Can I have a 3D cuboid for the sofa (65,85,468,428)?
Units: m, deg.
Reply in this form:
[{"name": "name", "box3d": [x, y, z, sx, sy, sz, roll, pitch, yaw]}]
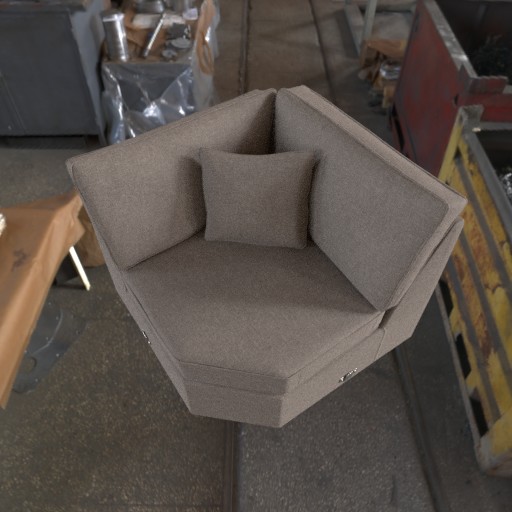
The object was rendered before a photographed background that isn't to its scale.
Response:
[{"name": "sofa", "box3d": [0.000, 0.000, 1.814, 1.050, 0.951, 1.042, -26, 53, -22]}]
